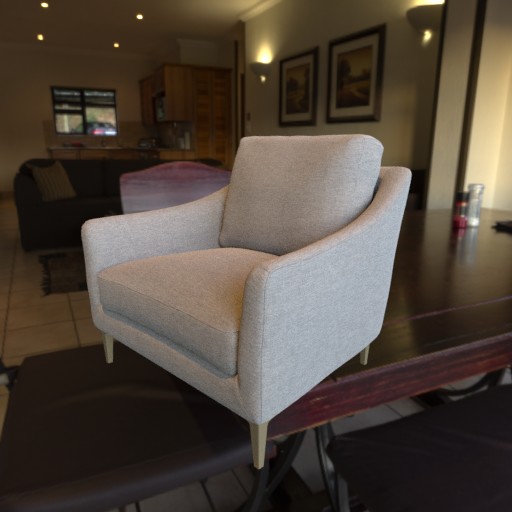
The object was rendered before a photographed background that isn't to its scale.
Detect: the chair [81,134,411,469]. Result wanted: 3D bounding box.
[{"bbox_3d":[0.000,0.000,1.704,0.961,0.902,0.986,-14,20,-43],"label":"chair"}]
